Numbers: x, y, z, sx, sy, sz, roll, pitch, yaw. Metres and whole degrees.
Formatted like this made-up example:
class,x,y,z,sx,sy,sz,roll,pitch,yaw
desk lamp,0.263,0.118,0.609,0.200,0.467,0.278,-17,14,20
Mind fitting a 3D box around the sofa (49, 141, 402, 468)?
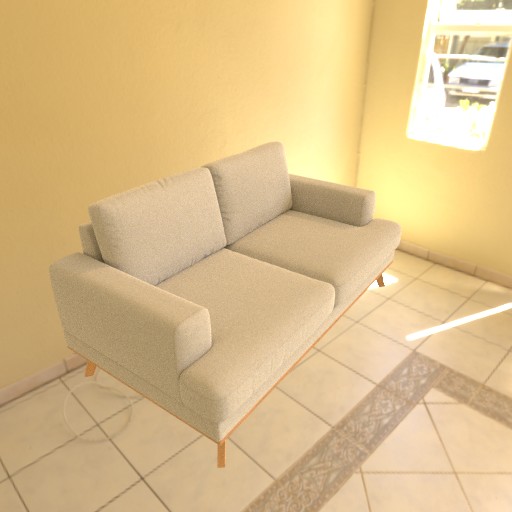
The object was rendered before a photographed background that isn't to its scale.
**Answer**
class,x,y,z,sx,sy,sz,roll,pitch,yaw
sofa,0.000,0.000,2.174,0.915,0.810,1.651,19,33,31
